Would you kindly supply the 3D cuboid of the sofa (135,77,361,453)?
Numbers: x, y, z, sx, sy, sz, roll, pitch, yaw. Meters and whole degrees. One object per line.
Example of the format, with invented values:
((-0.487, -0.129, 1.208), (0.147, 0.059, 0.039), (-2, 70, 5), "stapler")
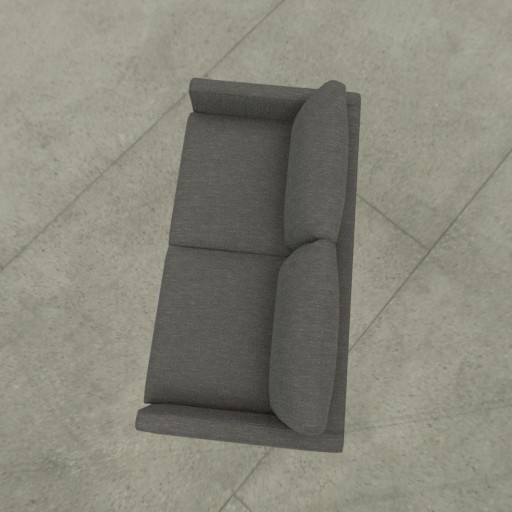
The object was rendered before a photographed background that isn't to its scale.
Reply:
((0.000, 0.000, 2.177), (0.875, 0.840, 1.682), (6, 76, 1), "sofa")
